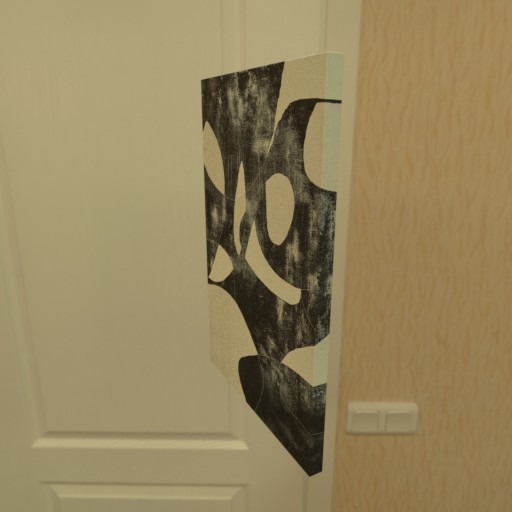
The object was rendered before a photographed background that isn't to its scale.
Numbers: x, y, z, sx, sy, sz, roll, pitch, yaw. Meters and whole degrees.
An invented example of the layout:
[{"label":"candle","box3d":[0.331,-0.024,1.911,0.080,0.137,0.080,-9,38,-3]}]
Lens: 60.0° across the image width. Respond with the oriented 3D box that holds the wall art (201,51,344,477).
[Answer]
[{"label":"wall art","box3d":[0.000,0.000,1.173,0.041,0.915,0.610,-9,19,-27]}]
